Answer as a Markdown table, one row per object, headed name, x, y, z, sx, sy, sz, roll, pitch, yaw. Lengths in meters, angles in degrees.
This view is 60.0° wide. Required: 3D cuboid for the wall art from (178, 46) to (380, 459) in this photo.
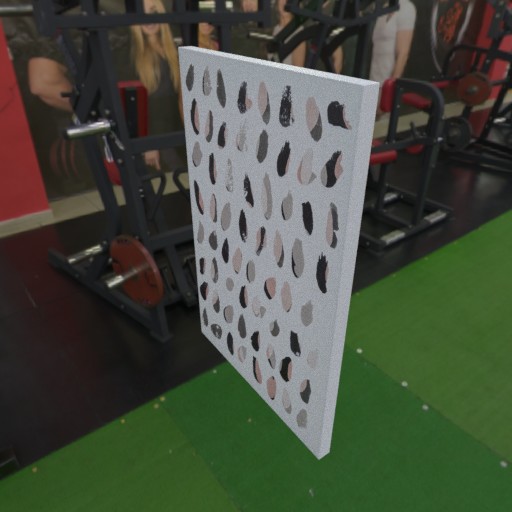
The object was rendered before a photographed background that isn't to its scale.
| name | x | y | z | sx | sy | sz | roll | pitch | yaw |
| --- | --- | --- | --- | --- | --- | --- | --- | --- | --- |
| wall art | 0.000 | 0.000 | 1.126 | 0.037 | 0.916 | 0.610 | -20 | 37 | -30 |
